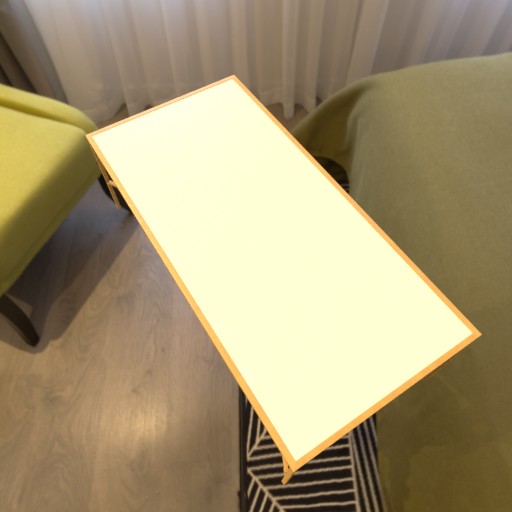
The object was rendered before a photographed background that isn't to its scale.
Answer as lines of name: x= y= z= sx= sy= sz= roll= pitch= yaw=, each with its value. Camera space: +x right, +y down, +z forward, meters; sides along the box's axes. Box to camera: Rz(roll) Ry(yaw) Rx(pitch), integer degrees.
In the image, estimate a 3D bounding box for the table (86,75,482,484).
table: x=0.000 y=0.000 z=1.469 sx=0.580 sy=0.398 sz=1.206 roll=-29 pitch=63 yaw=-16
